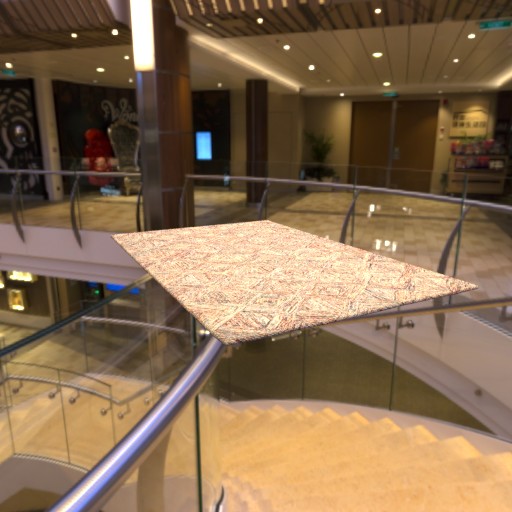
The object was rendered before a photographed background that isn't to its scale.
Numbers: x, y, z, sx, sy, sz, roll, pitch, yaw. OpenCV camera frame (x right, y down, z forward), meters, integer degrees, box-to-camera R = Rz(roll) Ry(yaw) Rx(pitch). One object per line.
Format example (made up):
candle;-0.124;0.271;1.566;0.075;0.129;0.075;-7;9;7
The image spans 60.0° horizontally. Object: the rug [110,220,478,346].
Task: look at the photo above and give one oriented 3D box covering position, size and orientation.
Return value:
rug;0.000;0.000;2.300;1.143;0.014;1.761;-8;16;-27
